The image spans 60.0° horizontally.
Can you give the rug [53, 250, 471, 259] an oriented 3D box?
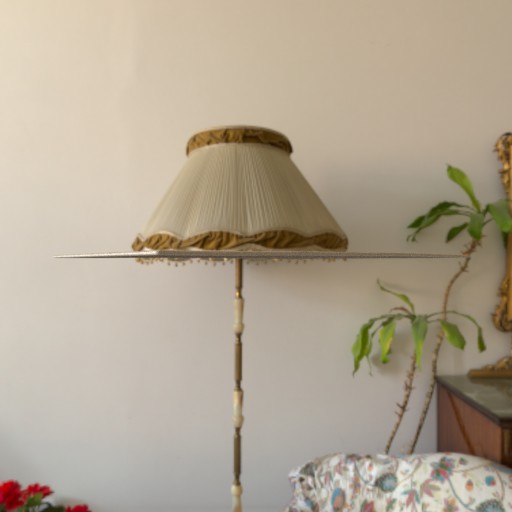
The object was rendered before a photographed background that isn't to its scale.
[{"bbox_3d":[0.000,0.000,4.113,3.017,0.035,2.472,0,-1,-36],"label":"rug"}]
